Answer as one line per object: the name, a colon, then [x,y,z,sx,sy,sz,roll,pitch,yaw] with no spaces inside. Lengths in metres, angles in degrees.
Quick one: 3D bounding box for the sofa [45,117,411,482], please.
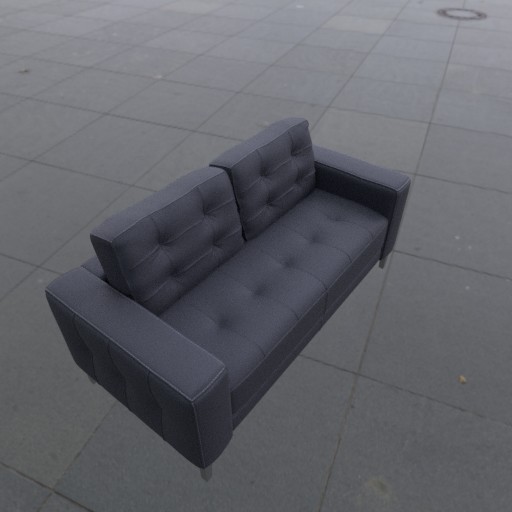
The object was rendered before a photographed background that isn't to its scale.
sofa: [0.000,0.000,2.173,0.833,0.893,1.726,27,48,28]
